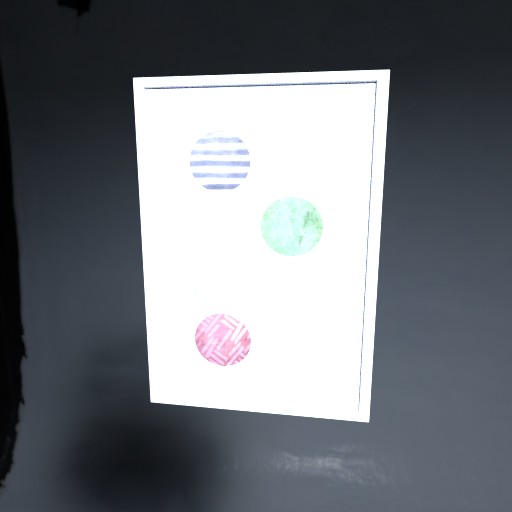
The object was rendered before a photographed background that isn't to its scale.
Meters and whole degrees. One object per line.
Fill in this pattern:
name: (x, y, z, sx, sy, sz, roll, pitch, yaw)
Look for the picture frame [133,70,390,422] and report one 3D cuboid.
picture frame: (0.000, 0.000, 0.855, 0.457, 0.657, 0.013, 2, 12, 9)
